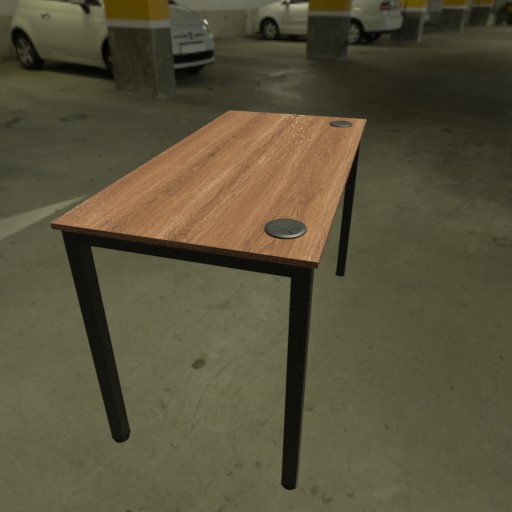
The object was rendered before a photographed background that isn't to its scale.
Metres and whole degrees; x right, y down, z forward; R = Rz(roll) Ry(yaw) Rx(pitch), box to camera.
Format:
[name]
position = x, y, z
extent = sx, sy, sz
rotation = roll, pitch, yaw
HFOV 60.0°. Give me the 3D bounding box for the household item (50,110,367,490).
[household item]
position = 0.000, 0.000, 1.594
extent = 0.600, 0.750, 1.200
rotation = 8, 31, 14
